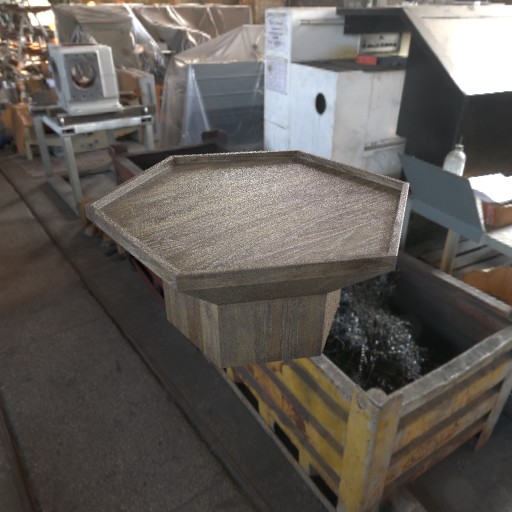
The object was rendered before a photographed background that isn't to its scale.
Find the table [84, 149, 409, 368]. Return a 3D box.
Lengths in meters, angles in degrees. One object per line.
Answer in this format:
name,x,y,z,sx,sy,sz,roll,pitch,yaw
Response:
table,0.000,0.000,1.620,0.966,0.488,1.115,10,31,17
